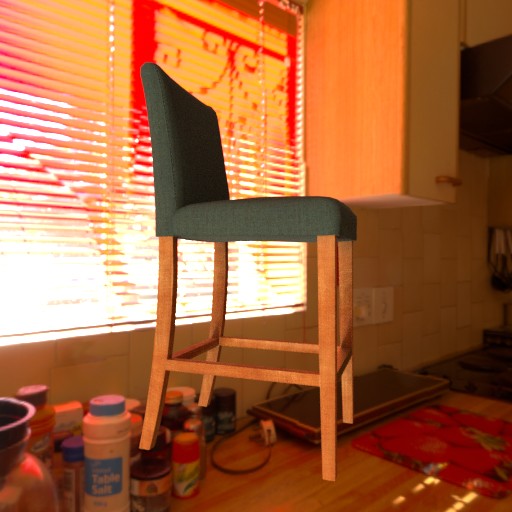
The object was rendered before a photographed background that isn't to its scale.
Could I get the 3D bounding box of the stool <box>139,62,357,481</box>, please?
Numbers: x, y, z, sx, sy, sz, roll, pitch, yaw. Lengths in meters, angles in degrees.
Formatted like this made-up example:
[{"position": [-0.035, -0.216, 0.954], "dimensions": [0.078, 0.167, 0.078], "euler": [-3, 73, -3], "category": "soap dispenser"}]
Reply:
[{"position": [0.000, 0.000, 1.356], "dimensions": [0.574, 1.088, 0.454], "euler": [0, 0, 18], "category": "stool"}]
